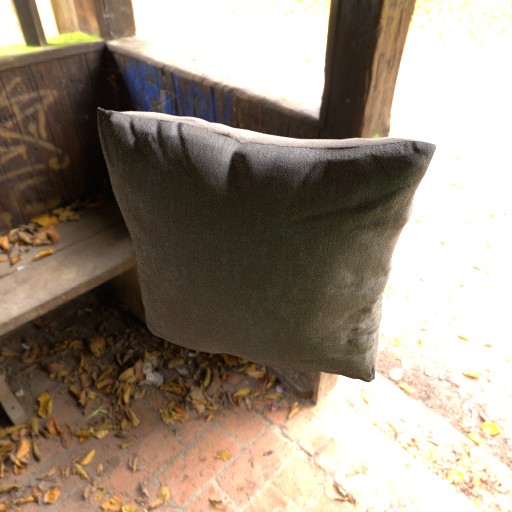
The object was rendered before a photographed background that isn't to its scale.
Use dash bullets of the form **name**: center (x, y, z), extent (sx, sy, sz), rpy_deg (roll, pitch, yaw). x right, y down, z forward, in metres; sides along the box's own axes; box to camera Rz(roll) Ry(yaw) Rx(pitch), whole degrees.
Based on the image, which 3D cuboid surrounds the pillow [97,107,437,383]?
- **pillow**: center (0.000, 0.000, 0.704), extent (0.450, 0.448, 0.245), rpy_deg (11, 41, 13)
